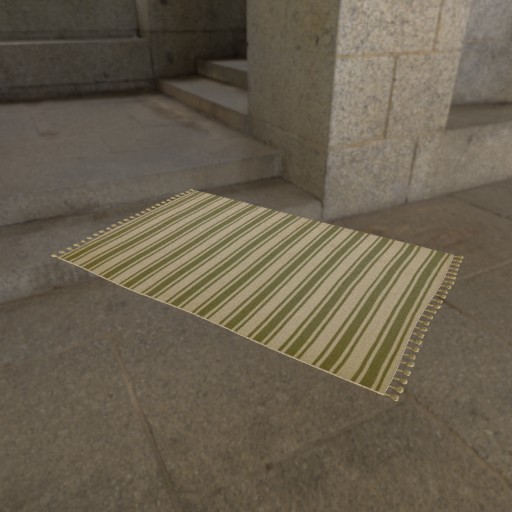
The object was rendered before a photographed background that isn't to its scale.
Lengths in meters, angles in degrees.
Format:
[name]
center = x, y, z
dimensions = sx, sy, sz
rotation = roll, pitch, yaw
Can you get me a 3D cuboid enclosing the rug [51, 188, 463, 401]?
[rug]
center = 0.000, 0.000, 2.341
dimensions = 1.875, 0.013, 1.162
rotation = 17, 34, 28
